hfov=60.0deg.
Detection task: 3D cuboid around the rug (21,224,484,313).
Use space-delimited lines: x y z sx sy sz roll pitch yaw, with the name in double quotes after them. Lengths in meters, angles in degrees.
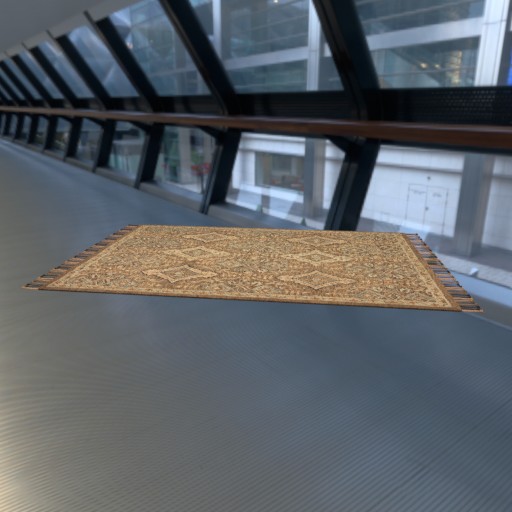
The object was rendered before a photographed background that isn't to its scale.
0.000 0.000 3.022 2.434 0.010 1.516 2 18 7 "rug"
